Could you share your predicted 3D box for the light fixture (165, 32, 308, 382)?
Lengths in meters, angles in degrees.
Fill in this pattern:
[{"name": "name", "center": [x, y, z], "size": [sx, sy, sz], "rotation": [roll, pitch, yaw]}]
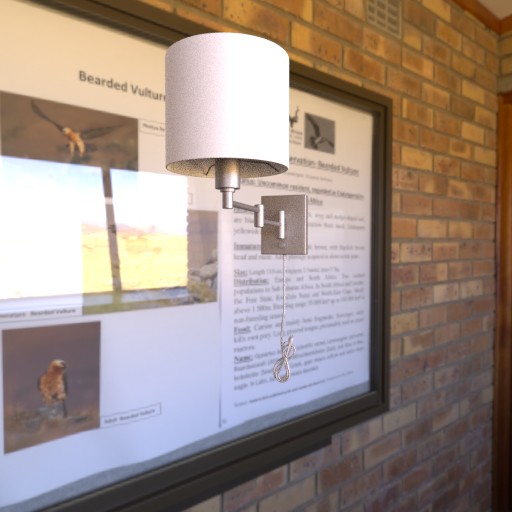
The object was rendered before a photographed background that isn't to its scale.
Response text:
[{"name": "light fixture", "center": [0.000, 0.000, 0.892], "size": [0.203, 0.651, 0.516], "rotation": [0, 2, 18]}]
